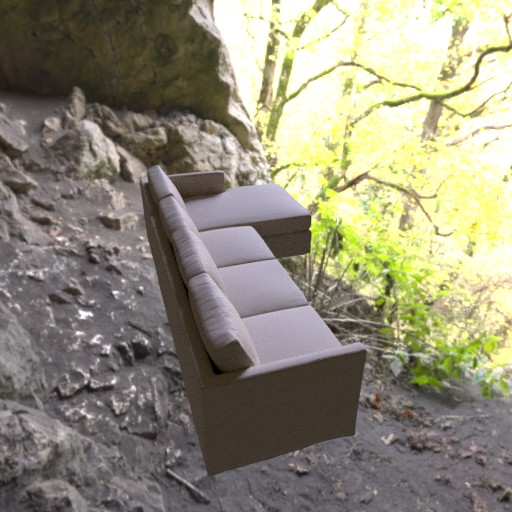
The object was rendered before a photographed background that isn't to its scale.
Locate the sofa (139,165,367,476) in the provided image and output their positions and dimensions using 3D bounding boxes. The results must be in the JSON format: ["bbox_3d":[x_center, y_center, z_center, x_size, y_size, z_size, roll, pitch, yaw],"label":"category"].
[{"bbox_3d":[0.000,0.000,3.806,1.622,0.871,3.206,-9,31,-16],"label":"sofa"}]
